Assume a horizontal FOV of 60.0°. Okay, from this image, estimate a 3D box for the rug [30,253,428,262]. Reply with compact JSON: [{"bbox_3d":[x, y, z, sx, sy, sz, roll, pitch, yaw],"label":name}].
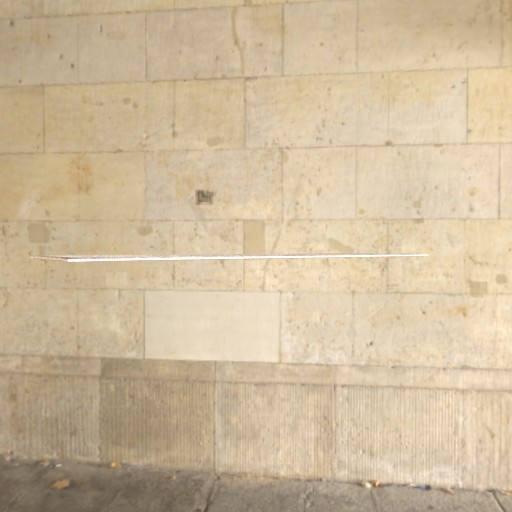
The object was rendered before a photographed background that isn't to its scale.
[{"bbox_3d":[0.000,0.000,2.787,2.452,0.017,0.855,-1,1,-37],"label":"rug"}]
